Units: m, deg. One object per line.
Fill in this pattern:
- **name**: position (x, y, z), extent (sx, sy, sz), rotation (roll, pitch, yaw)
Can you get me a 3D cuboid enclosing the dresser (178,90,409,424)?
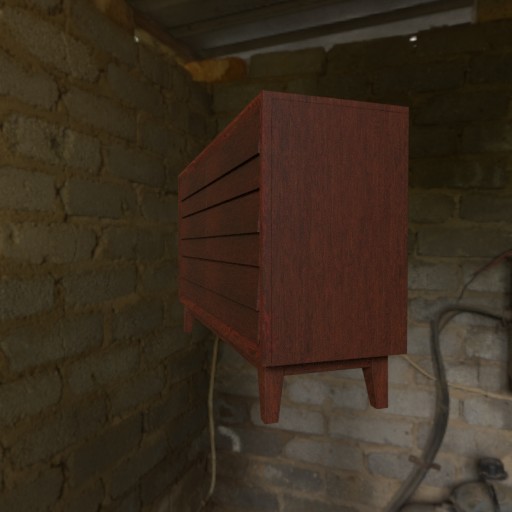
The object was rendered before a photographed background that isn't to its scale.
- **dresser**: position (0.000, 0.000, 2.096), extent (0.499, 0.971, 1.609), rotation (0, 1, -18)
